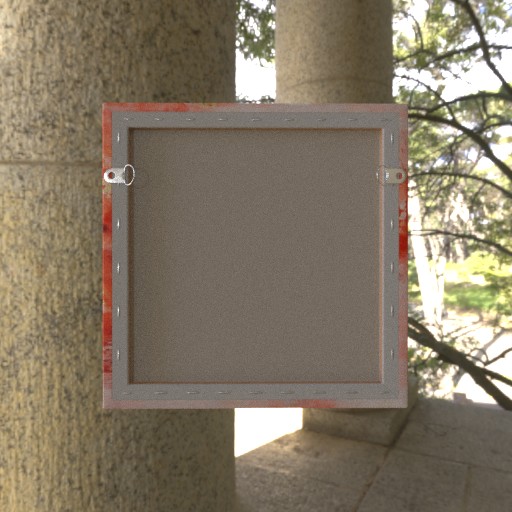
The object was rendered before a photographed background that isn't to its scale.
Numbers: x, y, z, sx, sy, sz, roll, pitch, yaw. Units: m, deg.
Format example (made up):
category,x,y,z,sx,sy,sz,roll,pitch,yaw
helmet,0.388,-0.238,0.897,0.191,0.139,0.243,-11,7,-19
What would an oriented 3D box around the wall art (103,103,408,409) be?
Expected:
category,x,y,z,sx,sy,sz,roll,pitch,yaw
wall art,0.000,0.000,1.273,0.878,0.878,0.066,0,0,-1
